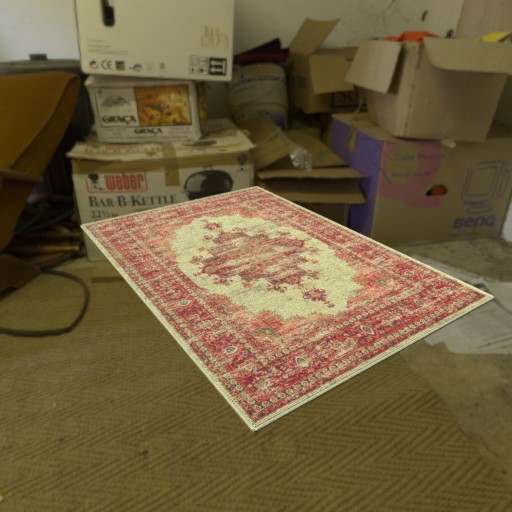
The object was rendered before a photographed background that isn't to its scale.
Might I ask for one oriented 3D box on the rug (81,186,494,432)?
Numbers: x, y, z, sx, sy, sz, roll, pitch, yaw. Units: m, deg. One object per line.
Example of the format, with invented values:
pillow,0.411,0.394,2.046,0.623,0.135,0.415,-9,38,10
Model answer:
rug,0.000,0.000,2.177,1.217,0.011,1.747,-18,32,-30
